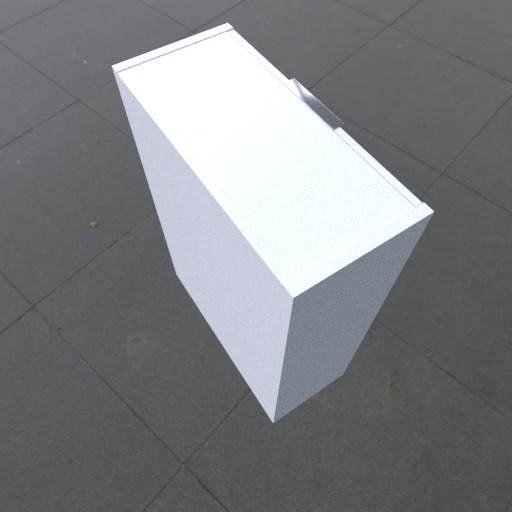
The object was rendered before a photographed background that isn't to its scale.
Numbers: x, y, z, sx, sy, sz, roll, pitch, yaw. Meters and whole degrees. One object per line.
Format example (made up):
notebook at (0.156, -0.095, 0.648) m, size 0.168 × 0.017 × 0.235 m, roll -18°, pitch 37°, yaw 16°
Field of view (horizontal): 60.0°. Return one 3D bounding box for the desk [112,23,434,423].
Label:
desk at (0.000, 0.000, 1.596) m, size 0.390 × 1.190 × 0.850 m, roll -29°, pitch 63°, yaw -17°
